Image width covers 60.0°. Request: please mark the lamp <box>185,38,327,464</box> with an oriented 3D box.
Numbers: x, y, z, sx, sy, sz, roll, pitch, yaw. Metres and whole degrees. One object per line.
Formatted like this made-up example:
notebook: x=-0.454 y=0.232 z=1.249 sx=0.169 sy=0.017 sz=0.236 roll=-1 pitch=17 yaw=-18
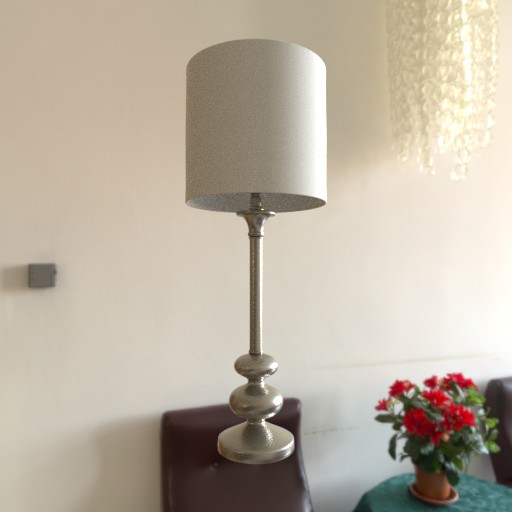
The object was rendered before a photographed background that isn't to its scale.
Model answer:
lamp: x=0.000 y=0.000 z=0.803 sx=0.254 sy=0.690 sz=0.254 roll=-1 pitch=-2 yaw=36
